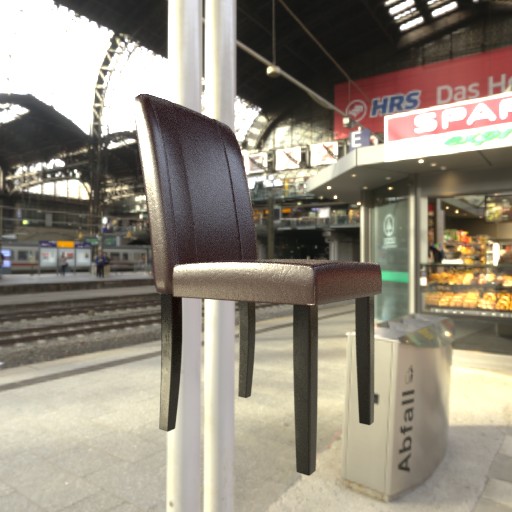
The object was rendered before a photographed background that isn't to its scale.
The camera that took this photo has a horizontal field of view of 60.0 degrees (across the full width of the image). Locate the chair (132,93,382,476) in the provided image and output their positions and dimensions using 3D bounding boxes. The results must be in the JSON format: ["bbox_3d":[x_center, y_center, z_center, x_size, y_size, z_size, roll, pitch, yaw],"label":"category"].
[{"bbox_3d":[0.000,0.000,1.195,0.556,0.897,0.399,0,-1,35],"label":"chair"}]
